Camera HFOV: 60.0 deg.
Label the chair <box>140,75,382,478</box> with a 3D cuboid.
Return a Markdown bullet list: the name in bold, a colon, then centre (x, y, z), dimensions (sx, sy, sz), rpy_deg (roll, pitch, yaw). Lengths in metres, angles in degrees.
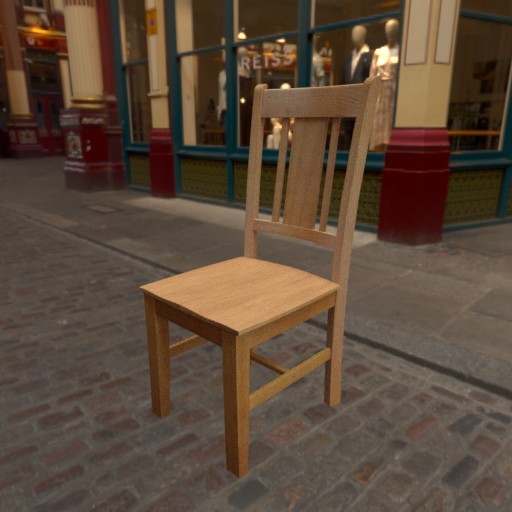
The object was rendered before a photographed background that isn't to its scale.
- **chair**: centre (0.000, 0.000, 1.310), dimensions (0.450, 0.998, 0.556), rpy_deg (16, 23, 41)
